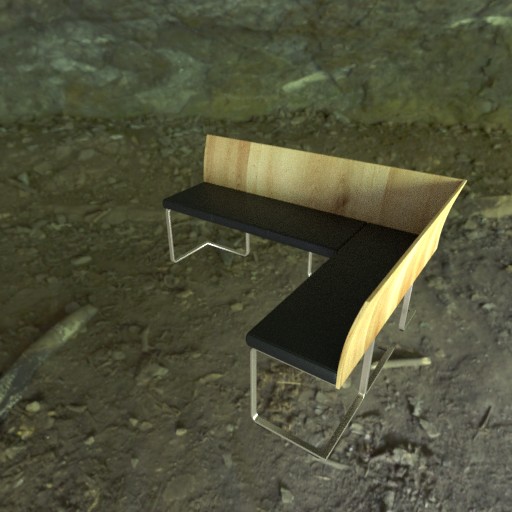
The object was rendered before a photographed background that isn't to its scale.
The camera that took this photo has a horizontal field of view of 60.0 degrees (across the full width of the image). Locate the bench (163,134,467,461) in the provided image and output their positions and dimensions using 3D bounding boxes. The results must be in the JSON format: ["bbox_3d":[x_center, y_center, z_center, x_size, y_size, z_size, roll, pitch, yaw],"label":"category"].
[{"bbox_3d":[0.000,0.000,2.734,1.945,0.930,1.495,18,34,30],"label":"bench"}]
